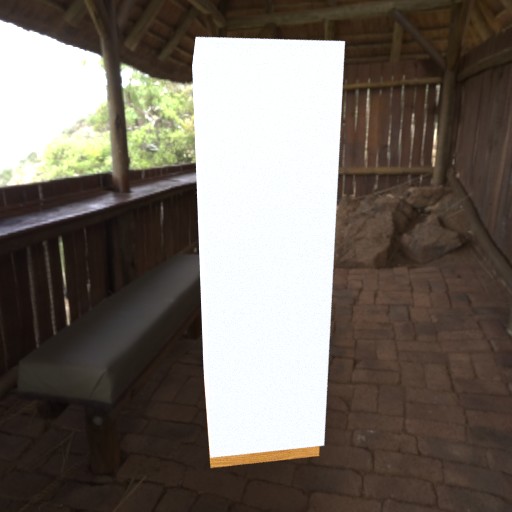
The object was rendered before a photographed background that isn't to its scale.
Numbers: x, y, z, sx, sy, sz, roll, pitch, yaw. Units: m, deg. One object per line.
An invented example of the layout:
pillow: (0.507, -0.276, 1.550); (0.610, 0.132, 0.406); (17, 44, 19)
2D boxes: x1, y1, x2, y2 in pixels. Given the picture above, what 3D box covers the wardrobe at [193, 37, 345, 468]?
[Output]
wardrobe: (0.000, 0.000, 2.452); (0.600, 2.040, 0.860); (-2, 16, -8)
